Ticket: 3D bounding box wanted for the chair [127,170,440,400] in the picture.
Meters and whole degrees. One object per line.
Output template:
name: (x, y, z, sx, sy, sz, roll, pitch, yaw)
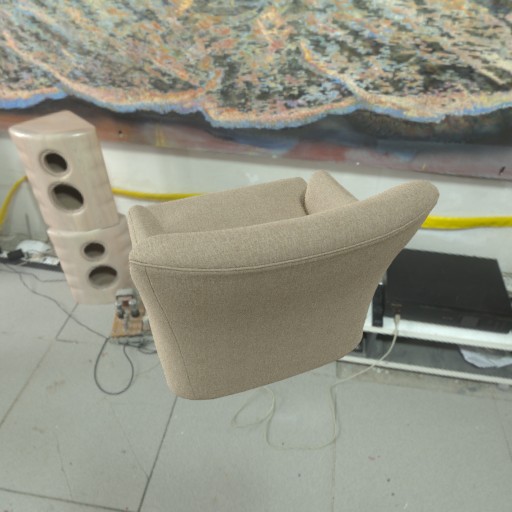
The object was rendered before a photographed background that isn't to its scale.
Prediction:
chair: (0.000, 0.000, 1.595, 0.864, 0.856, 0.923, -13, 42, -15)
